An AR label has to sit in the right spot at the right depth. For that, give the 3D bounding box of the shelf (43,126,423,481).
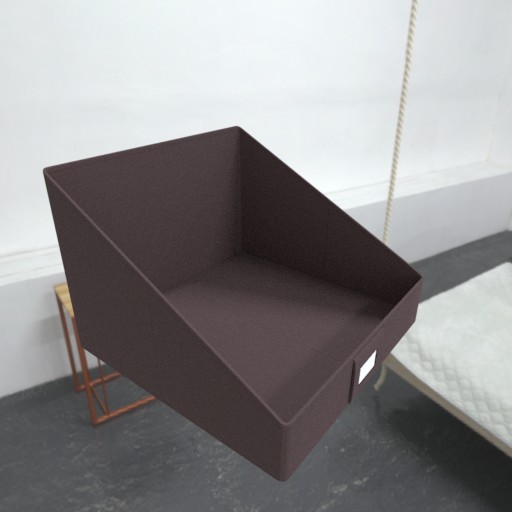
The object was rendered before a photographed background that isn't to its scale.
[{"bbox_3d":[0.000,0.000,0.488,0.292,0.210,0.292,19,32,34],"label":"shelf"}]
